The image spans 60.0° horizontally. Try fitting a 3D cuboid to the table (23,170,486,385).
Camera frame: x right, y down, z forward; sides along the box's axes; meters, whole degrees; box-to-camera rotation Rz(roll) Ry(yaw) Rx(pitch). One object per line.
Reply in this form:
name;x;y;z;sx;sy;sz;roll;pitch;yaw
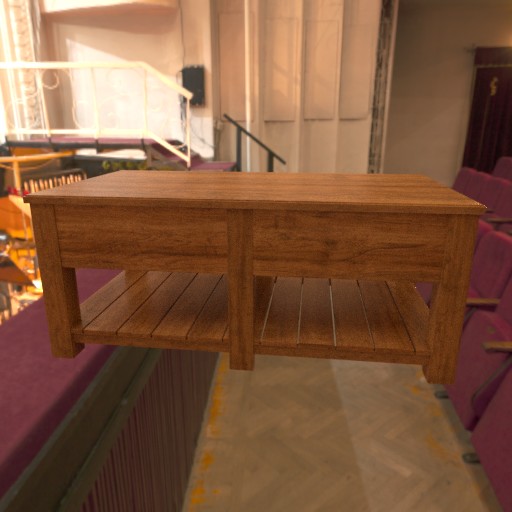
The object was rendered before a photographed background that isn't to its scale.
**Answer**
table;0.000;0.000;1.459;1.150;0.480;0.635;2;17;7
